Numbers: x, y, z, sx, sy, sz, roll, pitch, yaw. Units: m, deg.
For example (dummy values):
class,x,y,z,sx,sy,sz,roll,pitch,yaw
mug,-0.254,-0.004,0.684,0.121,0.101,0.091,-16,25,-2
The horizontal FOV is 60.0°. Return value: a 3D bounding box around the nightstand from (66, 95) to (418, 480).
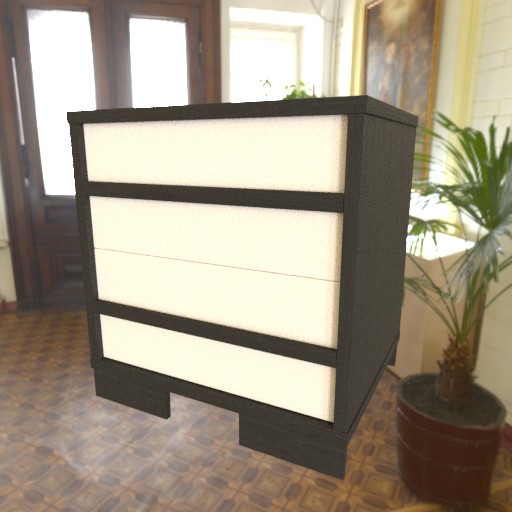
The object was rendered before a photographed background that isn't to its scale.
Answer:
class,x,y,z,sx,sy,sz,roll,pitch,yaw
nightstand,0.000,0.000,0.732,0.427,0.448,0.347,7,15,27
